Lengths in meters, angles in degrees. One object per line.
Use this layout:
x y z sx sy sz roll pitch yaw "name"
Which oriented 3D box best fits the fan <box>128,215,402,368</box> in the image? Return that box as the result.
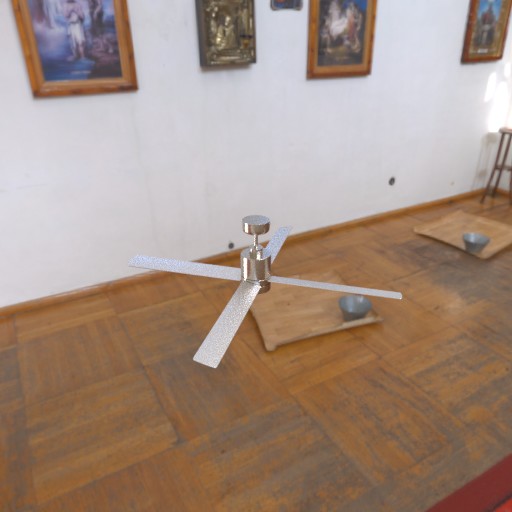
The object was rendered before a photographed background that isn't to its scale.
0.000 0.000 2.045 1.322 0.355 1.322 7 26 14 "fan"
